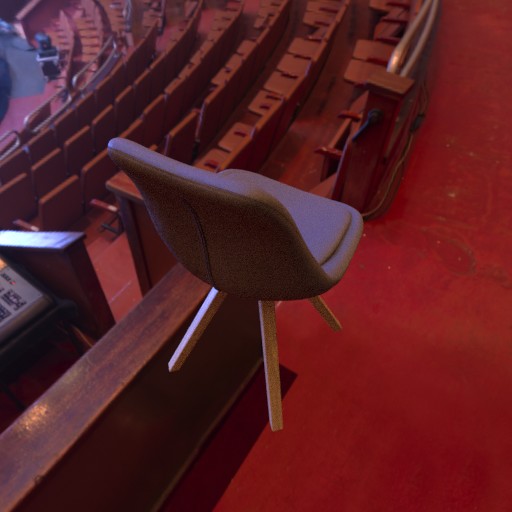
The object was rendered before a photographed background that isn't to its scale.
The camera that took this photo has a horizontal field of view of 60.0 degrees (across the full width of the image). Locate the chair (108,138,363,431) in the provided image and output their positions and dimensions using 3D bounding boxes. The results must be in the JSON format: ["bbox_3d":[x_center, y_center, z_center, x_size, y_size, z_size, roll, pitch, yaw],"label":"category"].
[{"bbox_3d":[0.000,0.000,1.167,0.483,0.865,0.547,23,50,21],"label":"chair"}]
